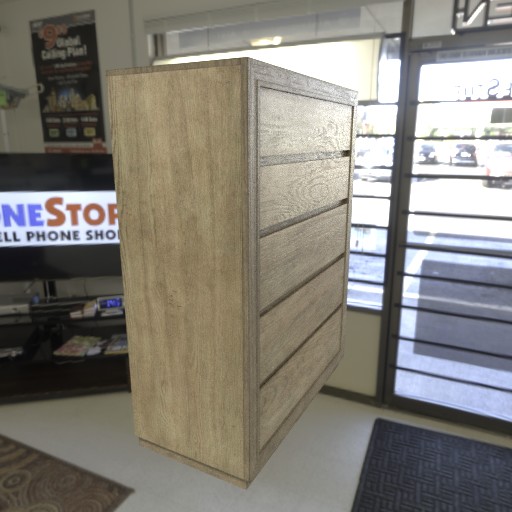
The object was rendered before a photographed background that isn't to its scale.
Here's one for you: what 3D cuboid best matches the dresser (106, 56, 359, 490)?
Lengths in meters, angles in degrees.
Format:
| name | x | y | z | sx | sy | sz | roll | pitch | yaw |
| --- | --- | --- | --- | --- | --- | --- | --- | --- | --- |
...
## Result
| name | x | y | z | sx | sy | sz | roll | pitch | yaw |
| --- | --- | --- | --- | --- | --- | --- | --- | --- | --- |
| dresser | 0.000 | 0.000 | 1.769 | 0.483 | 1.295 | 0.967 | 8 | 17 | 28 |
